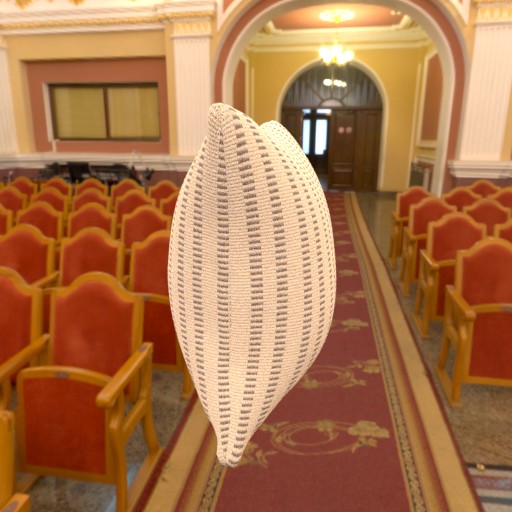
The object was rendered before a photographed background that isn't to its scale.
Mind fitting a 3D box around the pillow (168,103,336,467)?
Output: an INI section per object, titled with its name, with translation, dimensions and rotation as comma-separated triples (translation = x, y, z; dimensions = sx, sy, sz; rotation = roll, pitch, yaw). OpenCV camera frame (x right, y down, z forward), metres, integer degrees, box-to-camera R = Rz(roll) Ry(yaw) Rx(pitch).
[pillow]
translation = 0.000, 0.000, 0.684
dimensions = 0.247, 0.419, 0.438
rotation = 2, 15, 9
